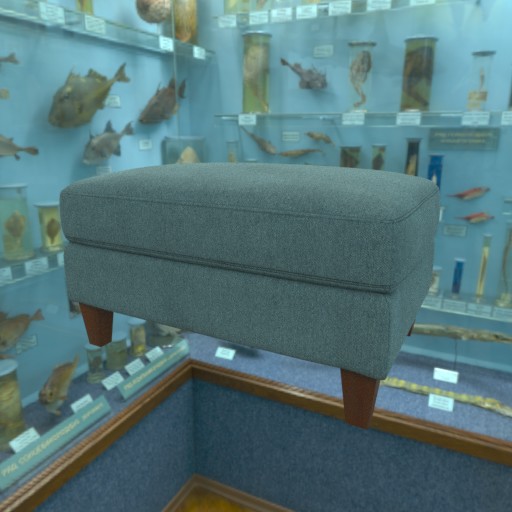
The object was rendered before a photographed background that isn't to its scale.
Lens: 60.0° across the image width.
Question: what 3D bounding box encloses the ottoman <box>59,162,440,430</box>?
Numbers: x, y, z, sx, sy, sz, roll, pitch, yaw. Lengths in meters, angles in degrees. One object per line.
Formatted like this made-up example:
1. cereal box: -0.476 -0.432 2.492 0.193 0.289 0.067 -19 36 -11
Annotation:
1. ottoman: 0.000 0.000 1.198 0.864 0.483 0.584 8 18 27
